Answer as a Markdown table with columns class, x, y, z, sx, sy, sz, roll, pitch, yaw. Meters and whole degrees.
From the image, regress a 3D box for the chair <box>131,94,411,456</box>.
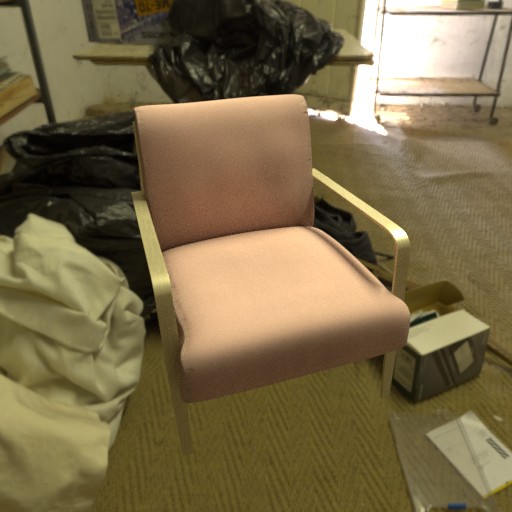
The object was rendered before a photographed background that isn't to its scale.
| class | x | y | z | sx | sy | sz | roll | pitch | yaw |
| --- | --- | --- | --- | --- | --- | --- | --- | --- | --- |
| chair | 0.000 | 0.000 | 1.453 | 0.701 | 0.823 | 0.848 | -10 | 35 | -15 |
